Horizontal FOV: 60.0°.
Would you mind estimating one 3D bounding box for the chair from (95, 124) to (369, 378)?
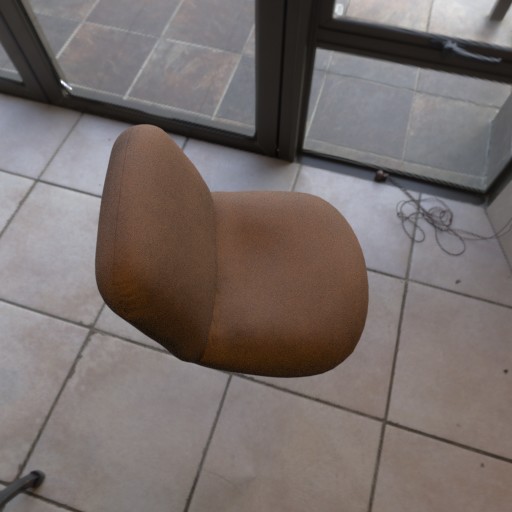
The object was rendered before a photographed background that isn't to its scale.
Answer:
[{"bbox_3d":[0.000,0.000,1.064,0.597,0.594,0.521,-1,64,-1],"label":"chair"}]
